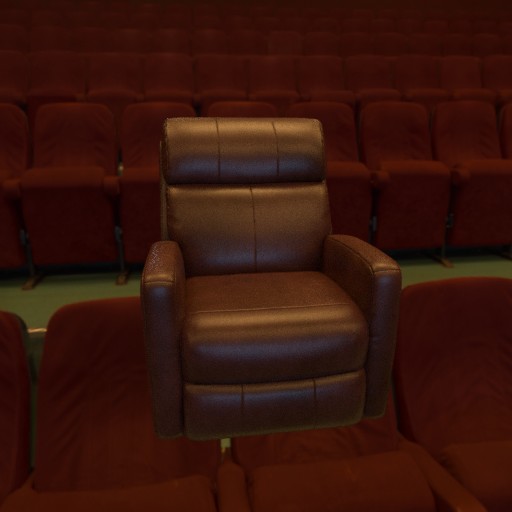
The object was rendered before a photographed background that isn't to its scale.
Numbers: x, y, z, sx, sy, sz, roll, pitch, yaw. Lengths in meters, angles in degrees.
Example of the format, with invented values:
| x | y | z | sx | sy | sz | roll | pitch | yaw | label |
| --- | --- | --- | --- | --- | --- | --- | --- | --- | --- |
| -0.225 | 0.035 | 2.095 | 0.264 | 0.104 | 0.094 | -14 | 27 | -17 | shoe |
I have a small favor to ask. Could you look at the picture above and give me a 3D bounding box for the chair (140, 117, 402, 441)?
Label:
| x | y | z | sx | sy | sz | roll | pitch | yaw | label |
| --- | --- | --- | --- | --- | --- | --- | --- | --- | --- |
| 0.000 | 0.000 | 1.670 | 0.787 | 1.016 | 0.939 | -2 | 16 | -8 | chair |
